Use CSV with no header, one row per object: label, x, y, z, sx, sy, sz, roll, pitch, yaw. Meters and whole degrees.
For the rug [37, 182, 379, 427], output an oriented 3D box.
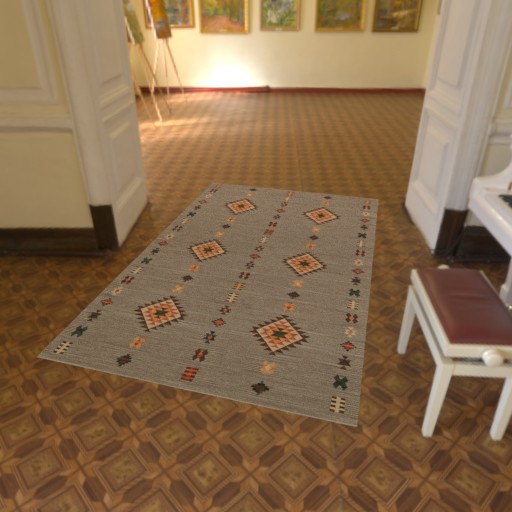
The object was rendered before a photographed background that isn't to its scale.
rug,0.000,0.000,2.967,1.515,0.007,2.427,8,31,13
